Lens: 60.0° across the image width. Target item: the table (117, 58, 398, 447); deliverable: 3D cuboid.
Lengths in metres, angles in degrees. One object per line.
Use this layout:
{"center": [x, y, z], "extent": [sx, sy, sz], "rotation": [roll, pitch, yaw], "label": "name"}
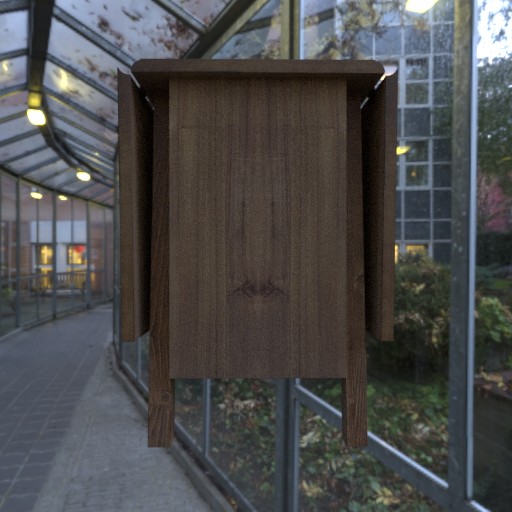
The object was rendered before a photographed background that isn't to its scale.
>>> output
{"center": [0.000, 0.000, 1.588], "extent": [0.701, 0.981, 0.967], "rotation": [0, 0, -1], "label": "table"}
